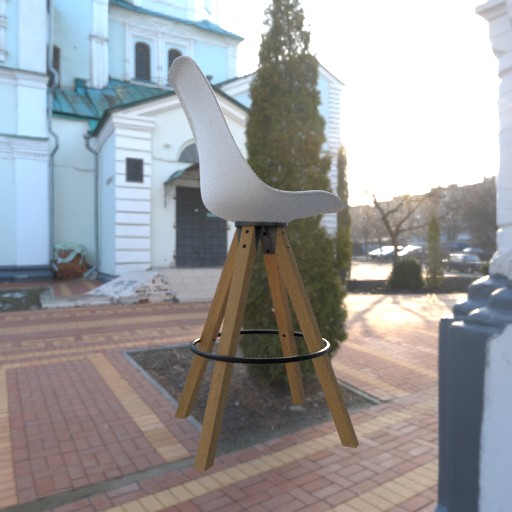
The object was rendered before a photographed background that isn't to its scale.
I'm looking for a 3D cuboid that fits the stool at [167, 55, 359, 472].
[{"bbox_3d":[0.000,0.000,1.408,0.549,1.115,0.482,0,1,-18],"label":"stool"}]
